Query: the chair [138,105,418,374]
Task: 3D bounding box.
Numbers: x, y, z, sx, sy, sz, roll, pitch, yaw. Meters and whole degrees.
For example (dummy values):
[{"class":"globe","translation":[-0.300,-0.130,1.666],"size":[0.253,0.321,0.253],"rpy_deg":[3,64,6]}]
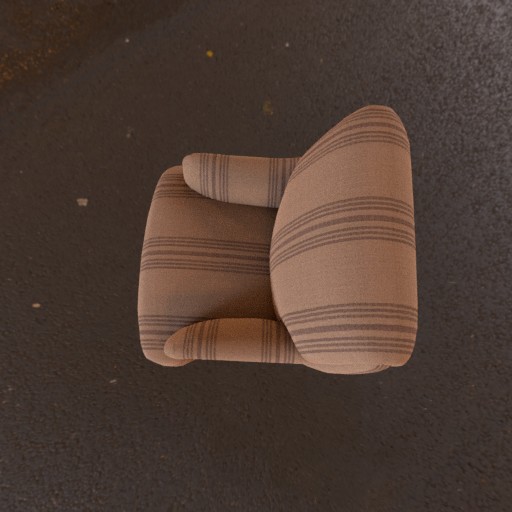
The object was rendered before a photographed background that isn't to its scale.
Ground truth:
[{"class":"chair","translation":[0.000,0.000,1.631],"size":[0.914,0.940,0.813],"rpy_deg":[3,75,1]}]
